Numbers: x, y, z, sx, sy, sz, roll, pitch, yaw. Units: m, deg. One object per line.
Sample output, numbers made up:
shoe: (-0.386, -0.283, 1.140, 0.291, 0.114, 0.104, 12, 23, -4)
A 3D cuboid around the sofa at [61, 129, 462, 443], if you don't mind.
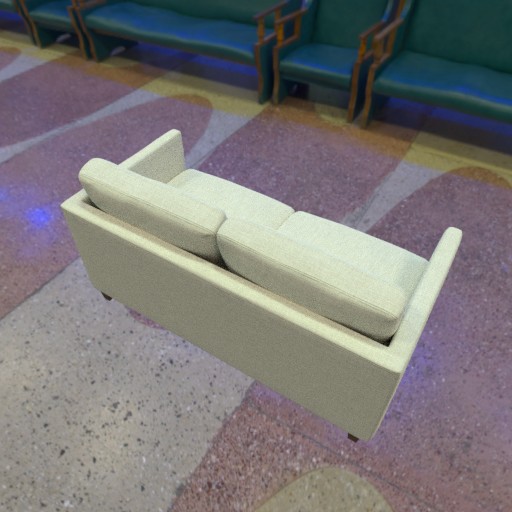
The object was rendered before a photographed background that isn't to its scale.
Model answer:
sofa: (0.000, 0.000, 2.416, 1.838, 0.963, 0.950, 24, 50, 22)
